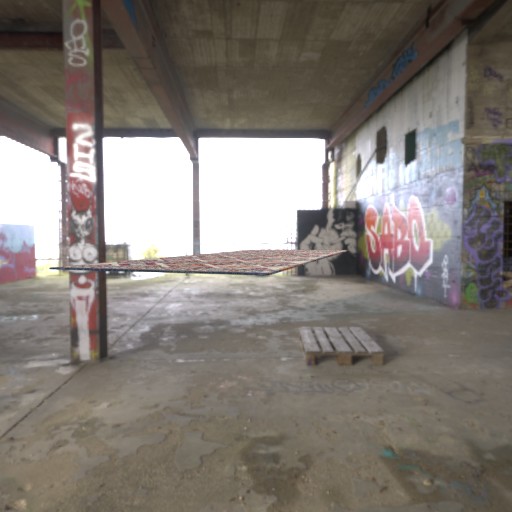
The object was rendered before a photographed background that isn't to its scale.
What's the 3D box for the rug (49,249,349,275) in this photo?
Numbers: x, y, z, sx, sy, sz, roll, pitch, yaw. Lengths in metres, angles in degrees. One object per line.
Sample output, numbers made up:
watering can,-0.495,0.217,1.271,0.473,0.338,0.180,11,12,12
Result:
rug,0.000,0.000,2.597,0.832,0.008,2.362,1,3,18
